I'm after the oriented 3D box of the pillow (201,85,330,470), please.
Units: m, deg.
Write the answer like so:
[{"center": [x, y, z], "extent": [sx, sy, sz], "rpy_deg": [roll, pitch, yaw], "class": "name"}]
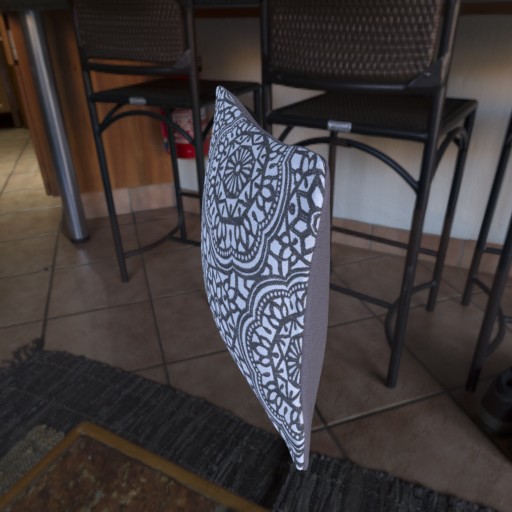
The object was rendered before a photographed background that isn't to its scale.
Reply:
[{"center": [0.000, 0.000, 0.654], "extent": [0.148, 0.417, 0.436], "rpy_deg": [-8, 31, -14], "class": "pillow"}]
